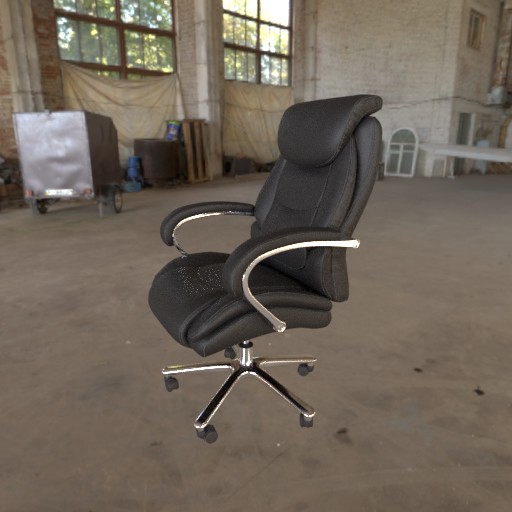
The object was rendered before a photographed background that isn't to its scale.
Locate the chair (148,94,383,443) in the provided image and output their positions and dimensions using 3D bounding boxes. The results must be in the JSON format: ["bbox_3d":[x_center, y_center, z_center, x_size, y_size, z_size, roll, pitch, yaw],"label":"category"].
[{"bbox_3d":[0.000,0.000,1.719,0.790,1.183,0.755,-8,17,-26],"label":"chair"}]
